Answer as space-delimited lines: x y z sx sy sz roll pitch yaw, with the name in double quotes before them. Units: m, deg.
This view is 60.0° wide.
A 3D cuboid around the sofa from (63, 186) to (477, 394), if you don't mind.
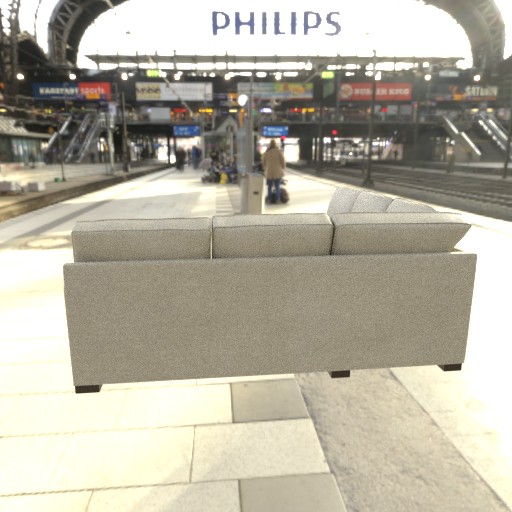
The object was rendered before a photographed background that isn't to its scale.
"sofa" 0.000 0.000 3.384 2.211 0.936 2.188 -2 13 -7
